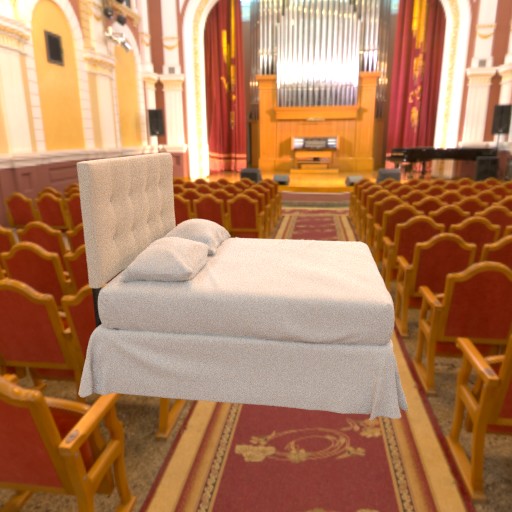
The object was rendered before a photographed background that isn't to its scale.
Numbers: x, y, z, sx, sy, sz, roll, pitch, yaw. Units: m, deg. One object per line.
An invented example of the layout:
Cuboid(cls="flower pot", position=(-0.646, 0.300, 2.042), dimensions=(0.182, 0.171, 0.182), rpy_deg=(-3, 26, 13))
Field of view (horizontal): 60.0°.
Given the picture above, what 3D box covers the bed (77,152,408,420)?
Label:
Cuboid(cls="bed", position=(0.000, 0.000, 3.604), dimensions=(2.222, 1.577, 1.936), rpy_deg=(2, 15, 8))
